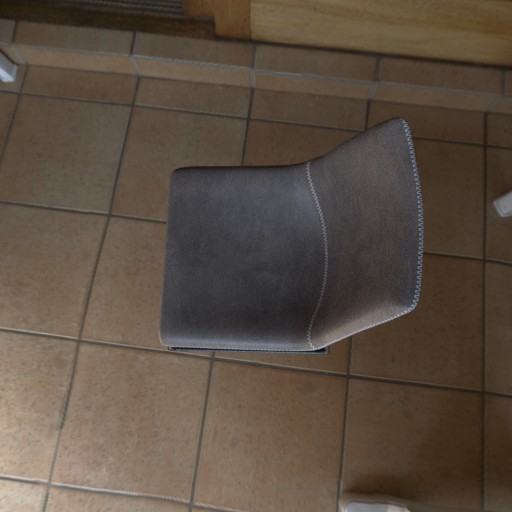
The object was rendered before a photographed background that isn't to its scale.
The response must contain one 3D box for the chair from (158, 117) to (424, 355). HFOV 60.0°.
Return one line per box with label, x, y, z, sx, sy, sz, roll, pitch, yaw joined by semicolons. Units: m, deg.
chair;0.000;0.000;1.101;0.550;0.780;0.460;1;76;0
